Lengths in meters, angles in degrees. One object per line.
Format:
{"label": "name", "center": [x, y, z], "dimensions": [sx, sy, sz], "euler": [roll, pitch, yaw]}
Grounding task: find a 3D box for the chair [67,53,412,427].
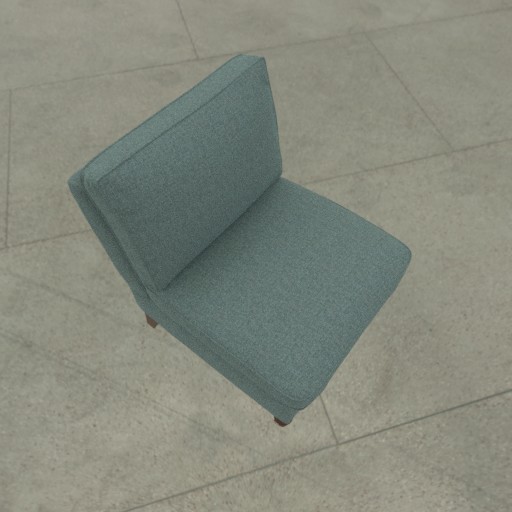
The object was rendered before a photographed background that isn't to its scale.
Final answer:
{"label": "chair", "center": [0.000, 0.000, 1.392], "dimensions": [0.796, 0.901, 0.624], "euler": [34, 63, 20]}
